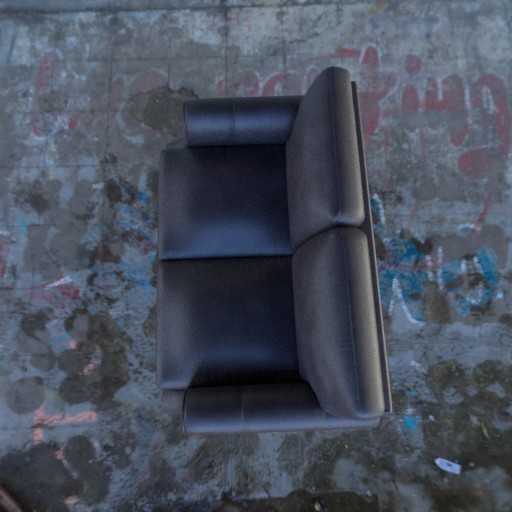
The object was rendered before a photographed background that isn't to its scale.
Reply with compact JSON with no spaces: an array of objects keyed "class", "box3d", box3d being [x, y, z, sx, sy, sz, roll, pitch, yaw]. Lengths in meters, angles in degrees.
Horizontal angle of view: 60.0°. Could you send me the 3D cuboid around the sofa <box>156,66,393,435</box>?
[{"class":"sofa","box3d":[0.000,0.000,2.264,1.030,0.979,1.663,-2,76,-1]}]
